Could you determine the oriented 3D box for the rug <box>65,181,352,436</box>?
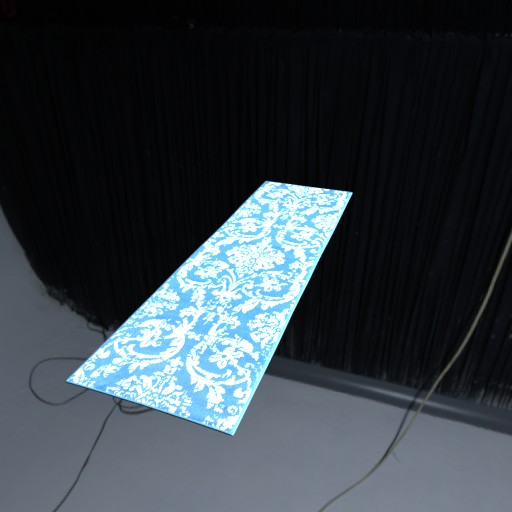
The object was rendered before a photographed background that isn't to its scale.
[{"bbox_3d":[0.000,0.000,2.399,0.662,0.011,2.196,11,32,18],"label":"rug"}]
